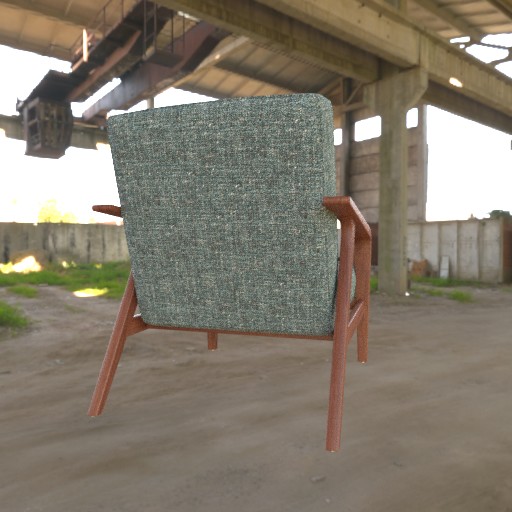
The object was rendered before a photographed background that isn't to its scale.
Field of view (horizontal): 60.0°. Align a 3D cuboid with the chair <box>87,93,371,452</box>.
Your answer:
[{"bbox_3d":[0.000,0.000,1.519,0.719,0.864,0.889,0,2,18],"label":"chair"}]
